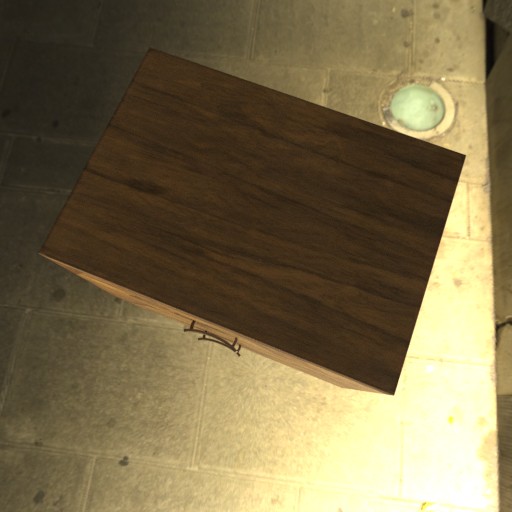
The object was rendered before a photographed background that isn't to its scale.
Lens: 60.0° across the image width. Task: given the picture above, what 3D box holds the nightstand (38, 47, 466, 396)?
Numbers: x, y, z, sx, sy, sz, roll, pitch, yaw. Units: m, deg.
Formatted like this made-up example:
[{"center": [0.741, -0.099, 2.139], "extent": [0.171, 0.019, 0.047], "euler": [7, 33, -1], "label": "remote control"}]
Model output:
[{"center": [0.000, 0.000, 1.042], "extent": [0.610, 0.610, 0.458], "euler": [21, 76, 5], "label": "nightstand"}]
